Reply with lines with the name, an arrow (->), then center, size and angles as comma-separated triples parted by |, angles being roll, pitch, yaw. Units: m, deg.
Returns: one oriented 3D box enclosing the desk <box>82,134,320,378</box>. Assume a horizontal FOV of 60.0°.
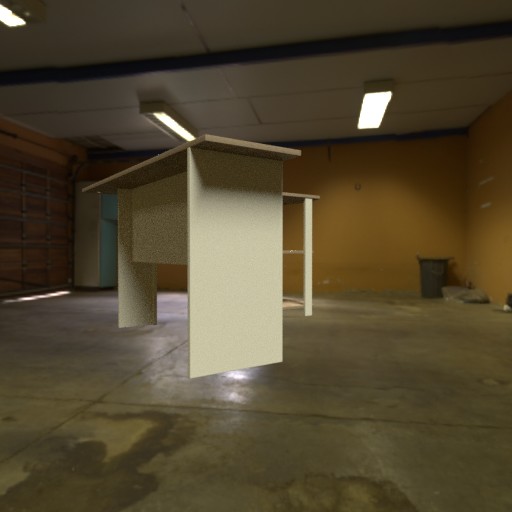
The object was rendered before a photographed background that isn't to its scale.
desk -> 0.000, 0.000, 2.180 | 1.303, 0.716, 1.361 | -1, 1, -35
